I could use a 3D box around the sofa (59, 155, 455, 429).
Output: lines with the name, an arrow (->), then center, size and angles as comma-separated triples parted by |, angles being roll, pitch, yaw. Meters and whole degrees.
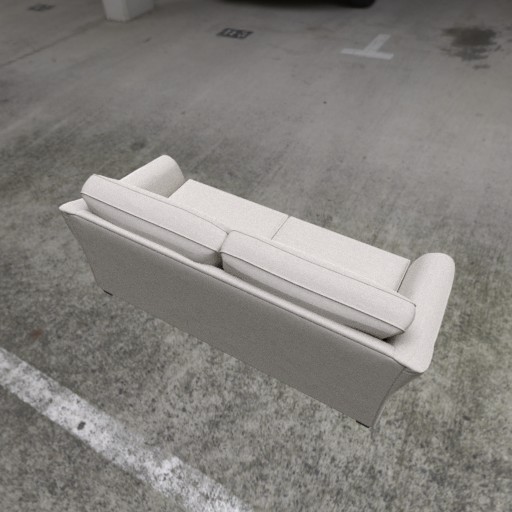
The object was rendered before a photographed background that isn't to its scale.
sofa -> 0.000, 0.000, 2.804 | 2.270, 0.965, 0.980 | 23, 51, 20
